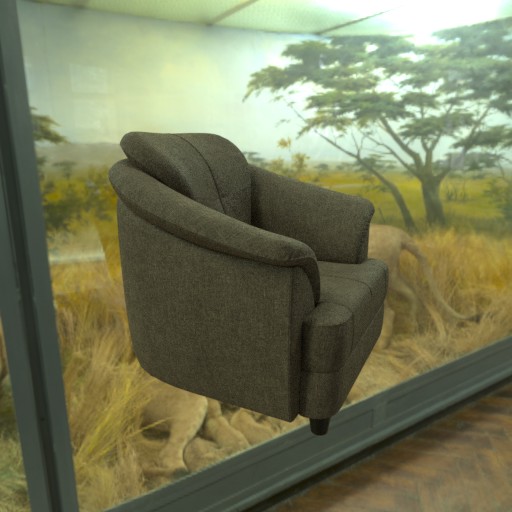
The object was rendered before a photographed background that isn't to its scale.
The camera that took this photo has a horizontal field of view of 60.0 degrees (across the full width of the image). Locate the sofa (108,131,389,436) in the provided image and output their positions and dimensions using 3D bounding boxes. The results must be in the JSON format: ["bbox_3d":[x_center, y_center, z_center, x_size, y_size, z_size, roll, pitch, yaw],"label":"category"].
[{"bbox_3d":[0.000,0.000,1.500,0.794,0.811,0.870,7,16,26],"label":"sofa"}]
